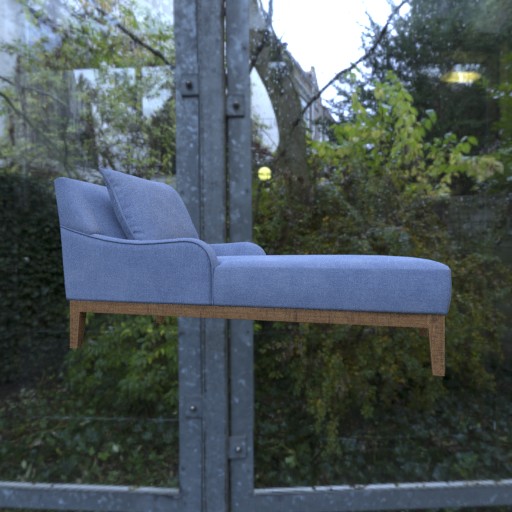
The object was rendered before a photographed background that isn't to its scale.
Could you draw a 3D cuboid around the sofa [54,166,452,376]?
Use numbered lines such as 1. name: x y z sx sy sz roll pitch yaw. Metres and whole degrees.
1. sofa: 0.000 0.000 2.300 1.779 0.883 0.904 0 0 17
